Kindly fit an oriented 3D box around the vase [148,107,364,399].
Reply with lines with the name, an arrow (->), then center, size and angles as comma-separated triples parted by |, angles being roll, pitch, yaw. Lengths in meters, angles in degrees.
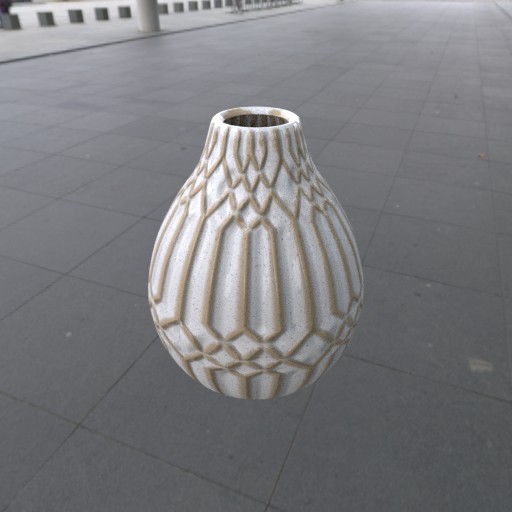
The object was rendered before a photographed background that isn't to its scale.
vase -> 0.000, 0.000, 0.323 | 0.159, 0.200, 0.159 | 0, 32, 0
